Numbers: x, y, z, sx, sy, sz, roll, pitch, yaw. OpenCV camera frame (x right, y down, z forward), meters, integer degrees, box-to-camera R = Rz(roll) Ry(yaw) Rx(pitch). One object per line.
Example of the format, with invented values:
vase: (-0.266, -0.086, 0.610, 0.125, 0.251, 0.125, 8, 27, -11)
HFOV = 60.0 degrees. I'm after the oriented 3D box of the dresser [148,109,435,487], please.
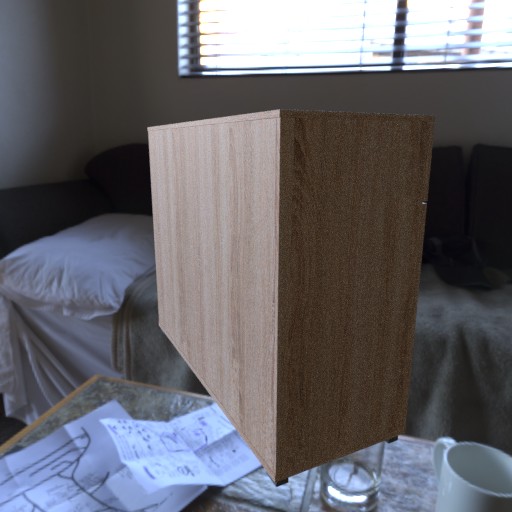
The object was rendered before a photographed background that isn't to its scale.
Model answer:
dresser: (0.000, 0.000, 1.565, 0.450, 0.900, 1.100, -7, 16, -26)
